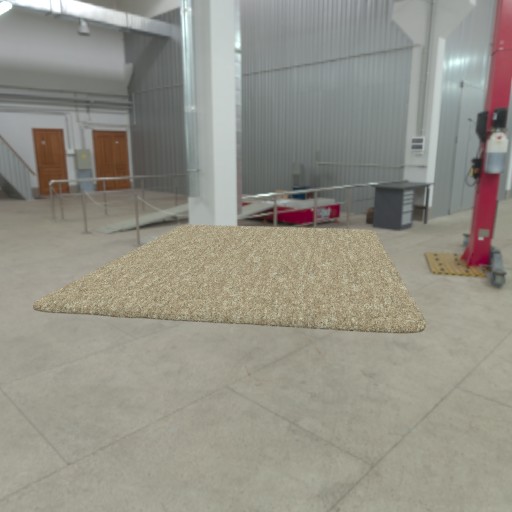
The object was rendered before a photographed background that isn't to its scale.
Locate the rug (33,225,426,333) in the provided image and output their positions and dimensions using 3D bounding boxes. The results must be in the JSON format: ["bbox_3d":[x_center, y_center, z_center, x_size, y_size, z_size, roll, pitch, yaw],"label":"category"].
[{"bbox_3d":[0.000,0.000,3.728,2.242,0.050,2.873,2,14,9],"label":"rug"}]
